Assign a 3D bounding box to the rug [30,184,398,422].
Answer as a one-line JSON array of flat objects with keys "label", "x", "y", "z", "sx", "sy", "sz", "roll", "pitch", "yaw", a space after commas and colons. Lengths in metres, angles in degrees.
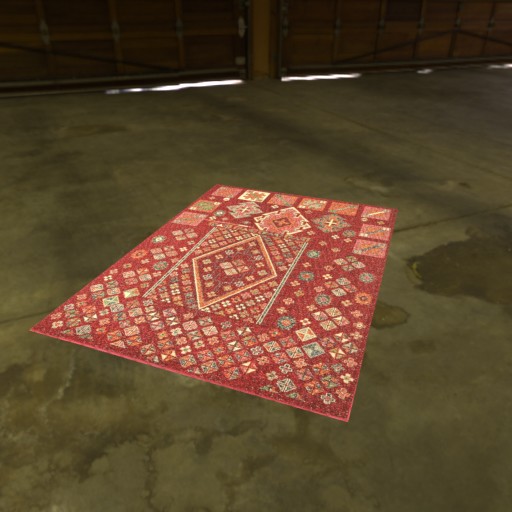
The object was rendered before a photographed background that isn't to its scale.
[{"label": "rug", "x": 0.000, "y": 0.000, "z": 2.843, "sx": 1.579, "sy": 0.007, "sz": 2.184, "roll": 10, "pitch": 31, "yaw": 18}]
